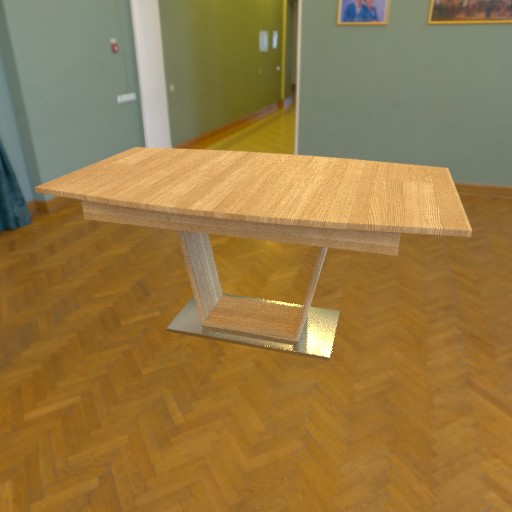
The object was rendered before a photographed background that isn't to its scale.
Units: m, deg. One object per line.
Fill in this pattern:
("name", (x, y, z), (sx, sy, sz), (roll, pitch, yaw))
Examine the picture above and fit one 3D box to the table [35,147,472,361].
("table", (0.000, 0.000, 2.048), (1.598, 0.748, 0.900), (7, 27, 15))
